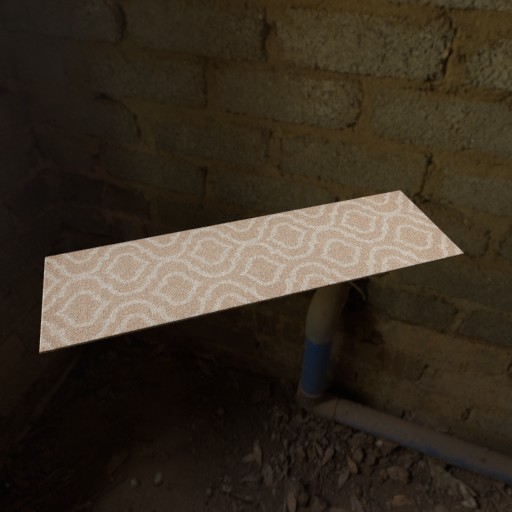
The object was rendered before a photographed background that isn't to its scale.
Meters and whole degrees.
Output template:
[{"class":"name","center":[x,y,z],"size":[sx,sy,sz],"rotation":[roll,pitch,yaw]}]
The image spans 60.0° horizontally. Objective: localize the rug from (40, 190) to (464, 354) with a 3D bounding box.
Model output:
[{"class":"rug","center":[0.000,0.000,2.528],"size":[2.289,0.013,0.691],"rotation":[-12,43,-13]}]
